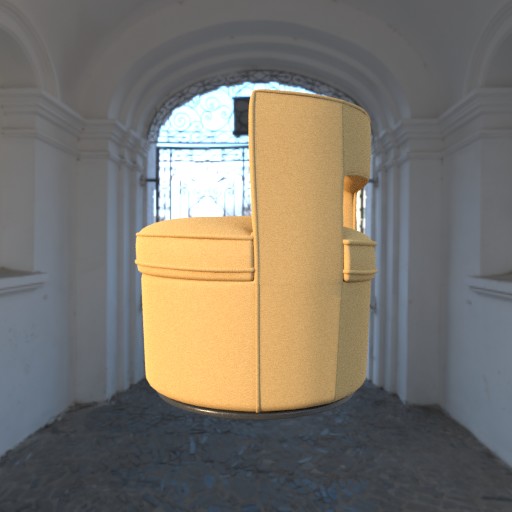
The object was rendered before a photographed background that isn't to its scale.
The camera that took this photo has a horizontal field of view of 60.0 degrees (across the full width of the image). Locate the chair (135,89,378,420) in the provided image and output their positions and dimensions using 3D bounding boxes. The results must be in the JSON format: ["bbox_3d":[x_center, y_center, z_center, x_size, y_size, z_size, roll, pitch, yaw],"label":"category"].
[{"bbox_3d":[0.000,0.000,1.251,0.665,0.723,0.650,0,1,18],"label":"chair"}]
